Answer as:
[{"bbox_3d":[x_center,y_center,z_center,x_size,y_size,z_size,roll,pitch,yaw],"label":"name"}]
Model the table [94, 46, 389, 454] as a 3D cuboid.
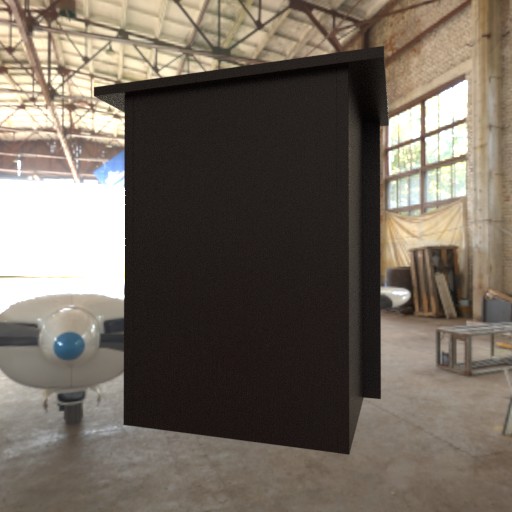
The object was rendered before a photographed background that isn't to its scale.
[{"bbox_3d":[0.000,0.000,1.036,0.589,0.711,0.408,0,-1,18],"label":"table"}]
